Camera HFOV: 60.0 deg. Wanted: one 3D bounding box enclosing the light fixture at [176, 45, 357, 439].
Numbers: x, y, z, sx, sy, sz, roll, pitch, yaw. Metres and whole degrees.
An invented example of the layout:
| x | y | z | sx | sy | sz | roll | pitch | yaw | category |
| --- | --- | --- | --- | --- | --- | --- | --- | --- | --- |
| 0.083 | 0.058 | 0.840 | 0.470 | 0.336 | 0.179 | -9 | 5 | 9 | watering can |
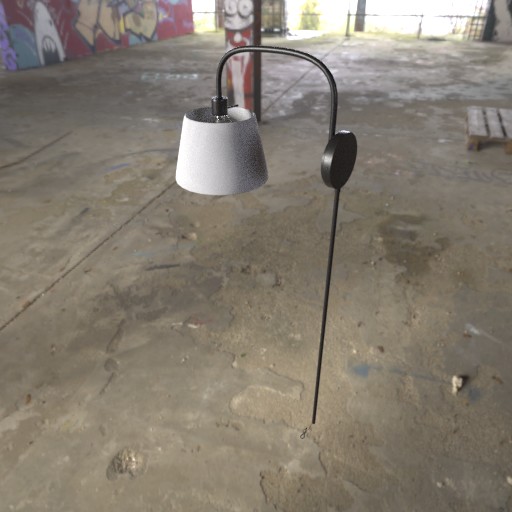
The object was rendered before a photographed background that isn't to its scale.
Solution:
| x | y | z | sx | sy | sz | roll | pitch | yaw | category |
| --- | --- | --- | --- | --- | --- | --- | --- | --- | --- |
| 0.000 | 0.000 | 0.462 | 0.176 | 0.399 | 0.092 | 21 | 37 | 31 | light fixture |
